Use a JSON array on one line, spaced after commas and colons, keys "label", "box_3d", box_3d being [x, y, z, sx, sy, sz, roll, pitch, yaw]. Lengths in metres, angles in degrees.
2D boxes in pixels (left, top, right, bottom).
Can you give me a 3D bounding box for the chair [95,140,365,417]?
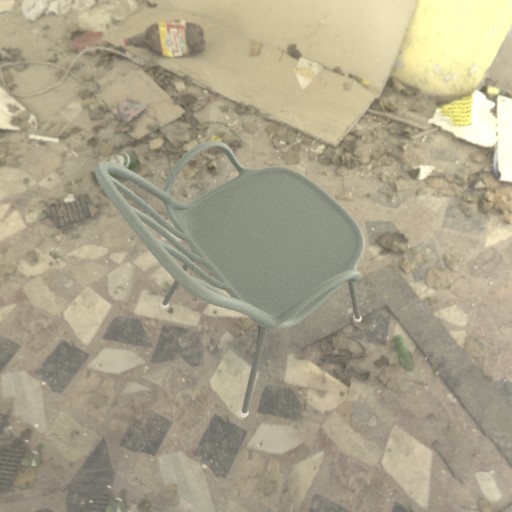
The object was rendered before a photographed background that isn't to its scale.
[{"label": "chair", "box_3d": [0.000, 0.000, 1.255, 0.597, 0.816, 0.549, -33, 63, -19]}]
